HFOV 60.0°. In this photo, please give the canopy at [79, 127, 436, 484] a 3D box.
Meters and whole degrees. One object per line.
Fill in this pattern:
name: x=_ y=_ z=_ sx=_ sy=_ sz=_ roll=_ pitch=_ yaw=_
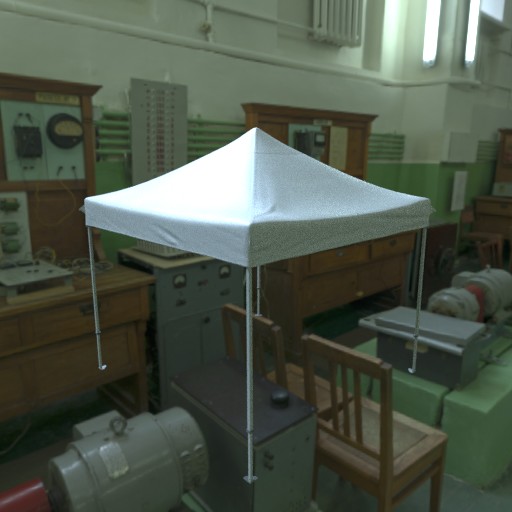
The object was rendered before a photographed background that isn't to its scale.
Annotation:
canopy: x=0.000 y=0.000 z=5.377 sx=2.994 sy=2.998 sz=2.996 roll=-12 pitch=17 yaw=-42
